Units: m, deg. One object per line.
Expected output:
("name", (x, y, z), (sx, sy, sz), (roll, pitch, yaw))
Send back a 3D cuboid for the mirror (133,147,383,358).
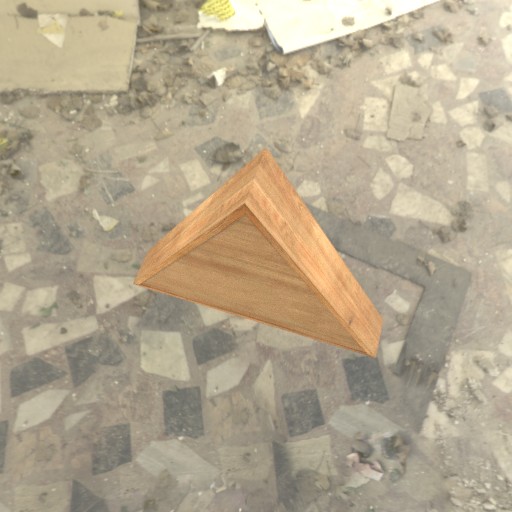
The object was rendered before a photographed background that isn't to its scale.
("mirror", (0.000, 0.000, 0.869), (0.631, 0.548, 0.100), (16, 66, 7))
